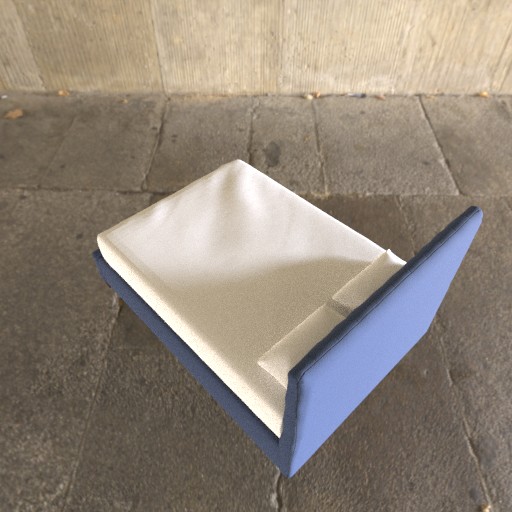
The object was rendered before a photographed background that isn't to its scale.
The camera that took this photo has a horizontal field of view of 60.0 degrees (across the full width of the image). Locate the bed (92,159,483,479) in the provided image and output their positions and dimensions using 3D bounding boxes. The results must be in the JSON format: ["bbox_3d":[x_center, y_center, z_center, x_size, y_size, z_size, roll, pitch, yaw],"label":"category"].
[{"bbox_3d":[0.000,0.000,3.437,1.706,1.427,2.387,-35,56,-28],"label":"bed"}]
